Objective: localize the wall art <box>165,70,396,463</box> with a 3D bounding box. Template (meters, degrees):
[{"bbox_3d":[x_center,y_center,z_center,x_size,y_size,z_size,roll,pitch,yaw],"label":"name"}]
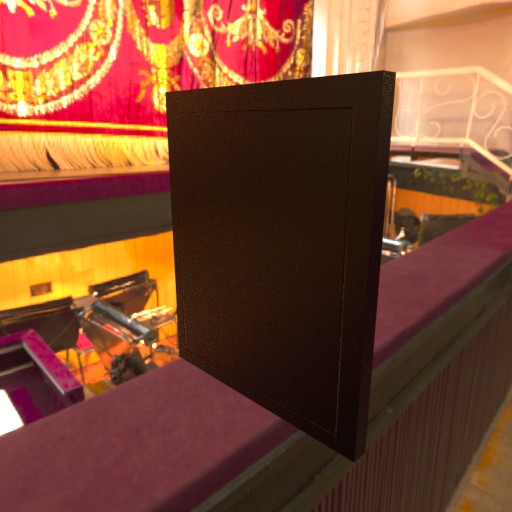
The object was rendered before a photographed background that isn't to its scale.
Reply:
[{"bbox_3d":[0.000,0.000,0.770,0.031,0.558,0.461,-15,22,-42],"label":"wall art"}]
